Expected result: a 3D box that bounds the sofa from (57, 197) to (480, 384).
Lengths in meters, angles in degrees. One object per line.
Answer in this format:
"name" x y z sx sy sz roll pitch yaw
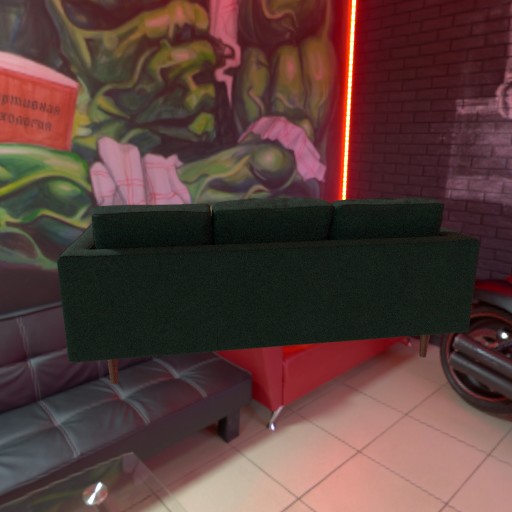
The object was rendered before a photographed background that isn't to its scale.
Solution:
"sofa" 0.000 0.000 2.870 2.030 0.899 1.580 -3 15 -9
